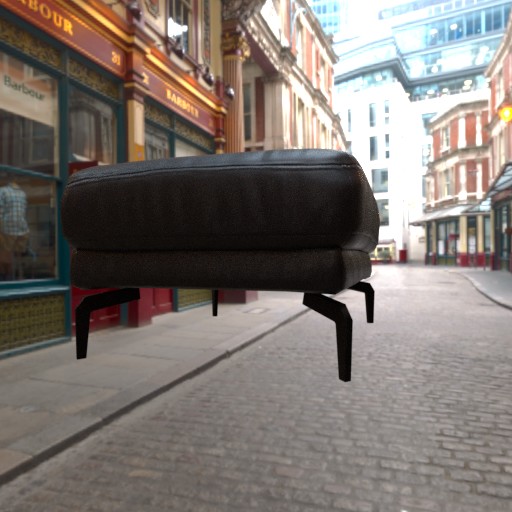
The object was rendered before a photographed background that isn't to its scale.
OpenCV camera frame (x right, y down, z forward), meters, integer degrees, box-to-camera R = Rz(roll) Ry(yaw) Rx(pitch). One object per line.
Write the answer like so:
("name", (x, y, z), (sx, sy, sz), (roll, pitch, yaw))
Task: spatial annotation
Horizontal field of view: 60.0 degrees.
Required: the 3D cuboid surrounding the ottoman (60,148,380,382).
("ottoman", (0.000, 0.000, 1.099), (0.570, 0.402, 0.764), (0, 0, 18))
